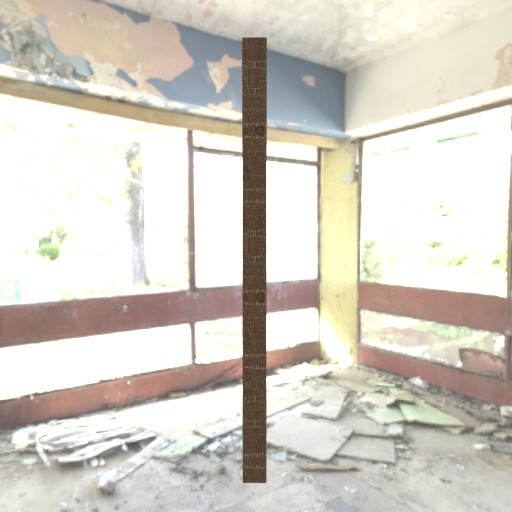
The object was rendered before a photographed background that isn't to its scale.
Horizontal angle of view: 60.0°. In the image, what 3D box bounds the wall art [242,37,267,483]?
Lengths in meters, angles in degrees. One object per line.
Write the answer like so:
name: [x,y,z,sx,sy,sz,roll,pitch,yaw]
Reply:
wall art: [0.000,0.000,0.792,0.029,0.531,0.531,0,2,0]
